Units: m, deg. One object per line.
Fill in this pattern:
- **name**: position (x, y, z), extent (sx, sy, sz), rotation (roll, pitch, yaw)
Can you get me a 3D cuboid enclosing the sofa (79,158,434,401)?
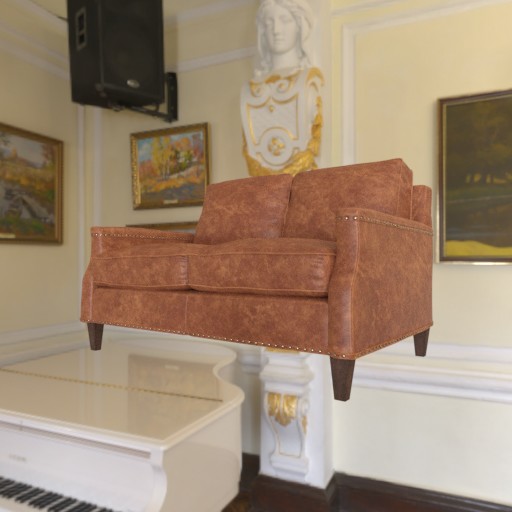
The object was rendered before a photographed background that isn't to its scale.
- **sofa**: position (0.000, 0.000, 2.332), extent (1.597, 1.003, 1.084), rotation (-1, -1, 37)
